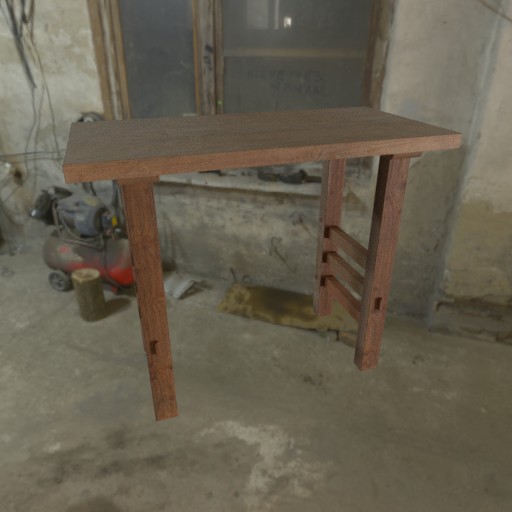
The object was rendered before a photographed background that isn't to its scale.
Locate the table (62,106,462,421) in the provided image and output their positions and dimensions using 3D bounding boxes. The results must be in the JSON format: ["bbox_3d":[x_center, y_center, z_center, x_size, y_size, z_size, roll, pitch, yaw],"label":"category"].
[{"bbox_3d":[0.000,0.000,1.612,1.119,0.914,0.556,-9,28,-16],"label":"table"}]
